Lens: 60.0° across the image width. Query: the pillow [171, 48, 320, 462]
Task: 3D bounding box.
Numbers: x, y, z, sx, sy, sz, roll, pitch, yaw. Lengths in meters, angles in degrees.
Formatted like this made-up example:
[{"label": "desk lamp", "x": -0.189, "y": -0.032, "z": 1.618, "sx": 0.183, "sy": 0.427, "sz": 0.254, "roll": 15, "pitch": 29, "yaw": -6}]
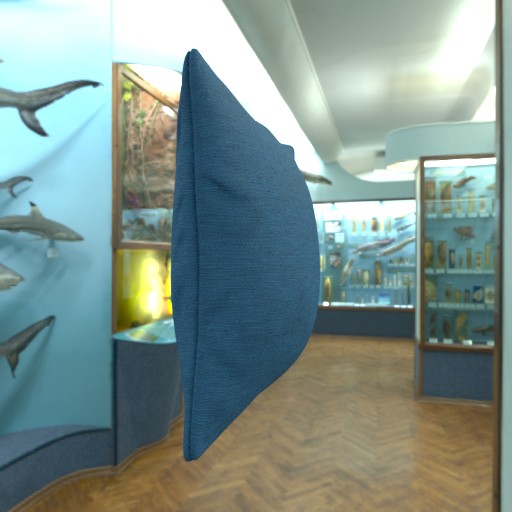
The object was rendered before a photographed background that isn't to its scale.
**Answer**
[{"label": "pillow", "x": 0.000, "y": 0.000, "z": 0.646, "sx": 0.177, "sy": 0.420, "sz": 0.437, "roll": 0, "pitch": 0, "yaw": 18}]
